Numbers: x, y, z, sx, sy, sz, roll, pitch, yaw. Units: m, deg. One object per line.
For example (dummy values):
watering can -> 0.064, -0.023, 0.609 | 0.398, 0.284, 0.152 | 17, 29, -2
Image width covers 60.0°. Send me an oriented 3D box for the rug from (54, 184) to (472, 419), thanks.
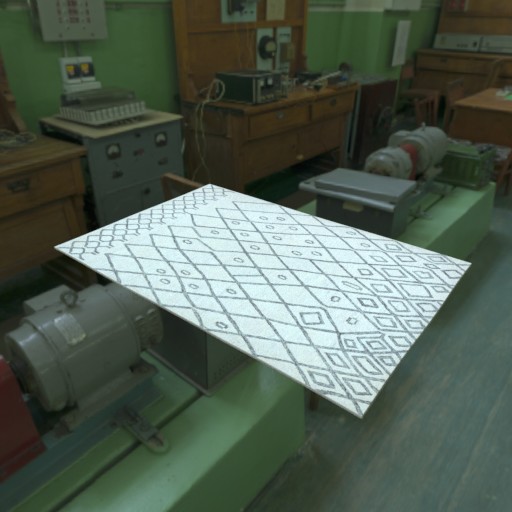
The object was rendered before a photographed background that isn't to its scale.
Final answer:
rug -> 0.000, 0.000, 2.319 | 1.828, 0.015, 1.222 | 21, 36, 33
